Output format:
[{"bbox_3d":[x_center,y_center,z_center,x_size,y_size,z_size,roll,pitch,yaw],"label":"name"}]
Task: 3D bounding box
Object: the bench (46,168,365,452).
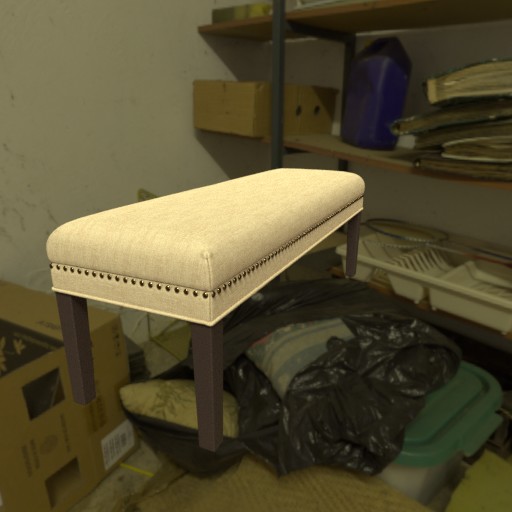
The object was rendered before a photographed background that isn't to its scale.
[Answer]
[{"bbox_3d":[0.000,0.000,1.423,0.410,0.457,1.219,8,19,24],"label":"bench"}]
